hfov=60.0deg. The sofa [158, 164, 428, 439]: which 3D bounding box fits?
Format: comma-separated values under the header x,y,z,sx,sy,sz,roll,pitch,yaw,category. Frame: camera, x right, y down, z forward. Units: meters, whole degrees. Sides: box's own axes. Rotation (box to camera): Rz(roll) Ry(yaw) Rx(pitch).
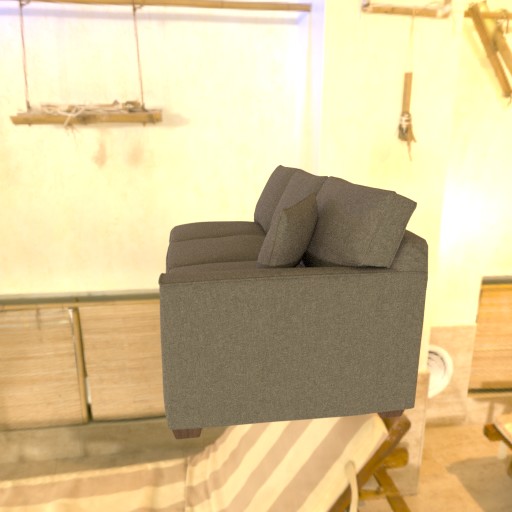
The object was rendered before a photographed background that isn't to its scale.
x,y,z,sx,sy,sz,roll,pitch,yaw,category
0.000,0.000,2.557,1.034,0.946,1.963,-2,15,-9,sofa
